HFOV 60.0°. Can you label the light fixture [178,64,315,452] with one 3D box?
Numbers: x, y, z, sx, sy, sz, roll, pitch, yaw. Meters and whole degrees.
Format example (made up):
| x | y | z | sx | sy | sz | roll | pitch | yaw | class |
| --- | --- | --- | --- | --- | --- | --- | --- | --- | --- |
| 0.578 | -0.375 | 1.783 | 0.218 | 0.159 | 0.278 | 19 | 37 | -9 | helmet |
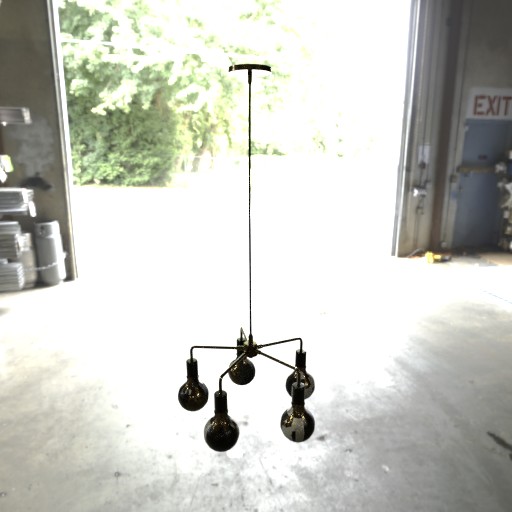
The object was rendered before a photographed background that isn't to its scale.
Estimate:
| x | y | z | sx | sy | sz | roll | pitch | yaw | class |
| --- | --- | --- | --- | --- | --- | --- | --- | --- | --- |
| 0.000 | 0.000 | 1.250 | 0.421 | 0.988 | 0.438 | -7 | 15 | -28 | light fixture |
